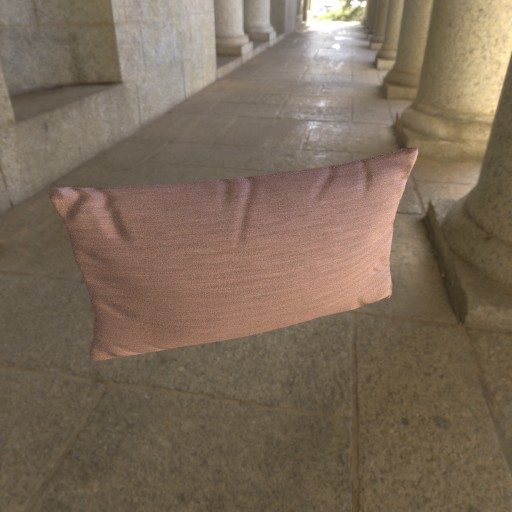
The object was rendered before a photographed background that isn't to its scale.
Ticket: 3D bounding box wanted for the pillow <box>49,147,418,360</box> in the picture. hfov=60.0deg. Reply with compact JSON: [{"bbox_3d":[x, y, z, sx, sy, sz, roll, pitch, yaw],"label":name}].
[{"bbox_3d":[0.000,0.000,0.805,0.633,0.338,0.210,-10,32,-16],"label":"pillow"}]
